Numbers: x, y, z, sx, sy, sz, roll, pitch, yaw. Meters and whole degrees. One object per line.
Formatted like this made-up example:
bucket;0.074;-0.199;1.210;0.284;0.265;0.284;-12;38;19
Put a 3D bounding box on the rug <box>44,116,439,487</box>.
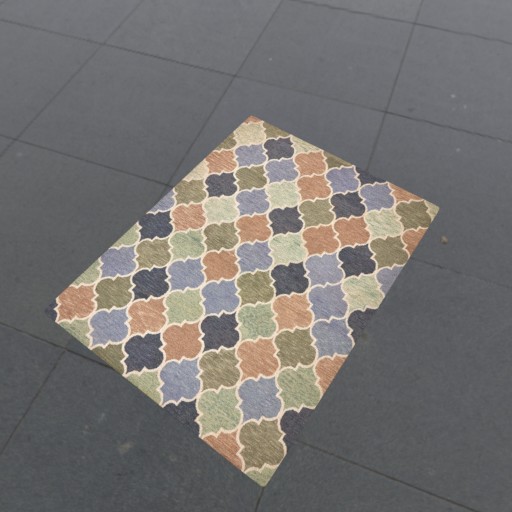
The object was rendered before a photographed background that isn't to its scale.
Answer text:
rug;0.000;0.000;4.309;2.439;0.013;3.200;31;63;18
